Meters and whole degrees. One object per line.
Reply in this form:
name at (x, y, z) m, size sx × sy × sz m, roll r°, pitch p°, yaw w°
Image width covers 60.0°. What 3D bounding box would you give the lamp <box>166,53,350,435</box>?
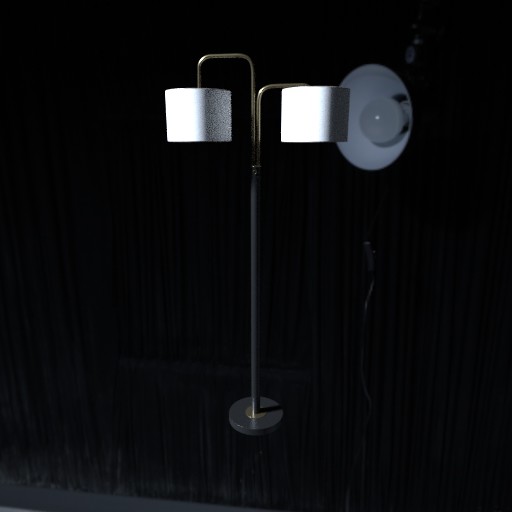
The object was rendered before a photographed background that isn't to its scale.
lamp at (0.000, 0.000, 1.882) m, size 0.711 × 1.587 × 0.254 m, roll 2°, pitch 16°, yaw 9°
